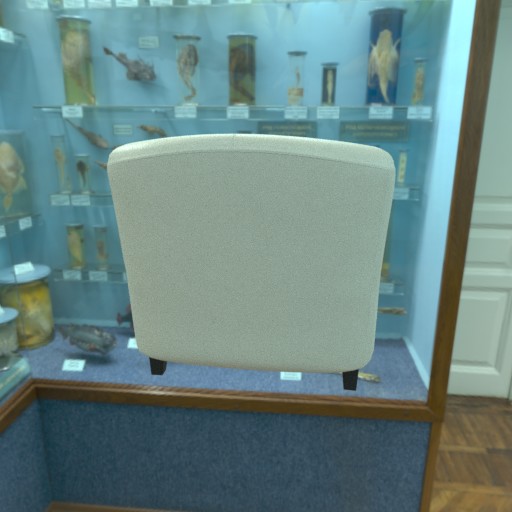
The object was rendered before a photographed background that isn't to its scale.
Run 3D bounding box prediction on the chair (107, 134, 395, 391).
[{"bbox_3d":[0.000,0.000,1.399,0.792,0.756,0.727,2,17,8],"label":"chair"}]
